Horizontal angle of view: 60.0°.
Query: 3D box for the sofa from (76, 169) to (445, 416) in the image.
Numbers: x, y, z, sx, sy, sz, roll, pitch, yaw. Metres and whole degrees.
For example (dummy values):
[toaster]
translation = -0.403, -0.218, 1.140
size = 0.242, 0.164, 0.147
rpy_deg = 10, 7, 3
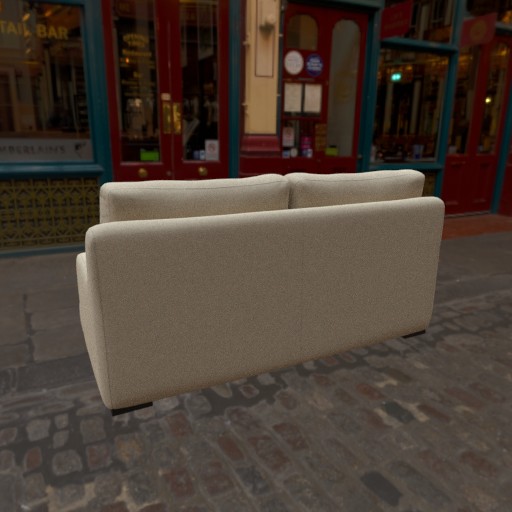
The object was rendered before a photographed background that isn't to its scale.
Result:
[sofa]
translation = 0.000, 0.000, 2.512
size = 1.885, 0.967, 0.962
rpy_deg = -7, 17, -26
